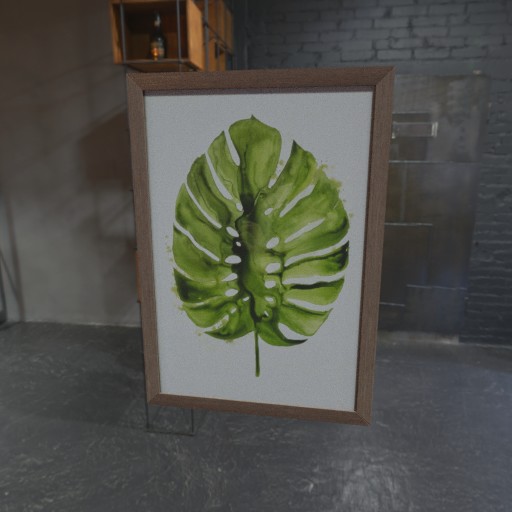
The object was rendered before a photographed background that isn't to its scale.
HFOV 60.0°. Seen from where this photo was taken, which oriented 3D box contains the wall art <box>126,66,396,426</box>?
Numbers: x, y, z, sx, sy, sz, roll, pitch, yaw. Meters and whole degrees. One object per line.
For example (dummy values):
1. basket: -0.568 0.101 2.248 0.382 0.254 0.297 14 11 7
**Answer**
1. wall art: 0.000 0.000 0.656 0.358 0.510 0.032 2 14 9
